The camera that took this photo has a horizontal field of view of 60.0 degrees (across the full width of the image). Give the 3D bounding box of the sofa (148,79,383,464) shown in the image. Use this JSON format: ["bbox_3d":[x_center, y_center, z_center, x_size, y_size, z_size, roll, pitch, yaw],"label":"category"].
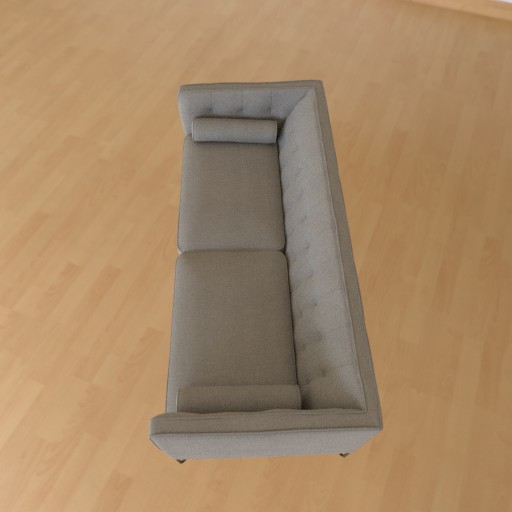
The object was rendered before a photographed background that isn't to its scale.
[{"bbox_3d":[0.000,0.000,2.530,0.912,0.798,2.079,-2,58,-1],"label":"sofa"}]
